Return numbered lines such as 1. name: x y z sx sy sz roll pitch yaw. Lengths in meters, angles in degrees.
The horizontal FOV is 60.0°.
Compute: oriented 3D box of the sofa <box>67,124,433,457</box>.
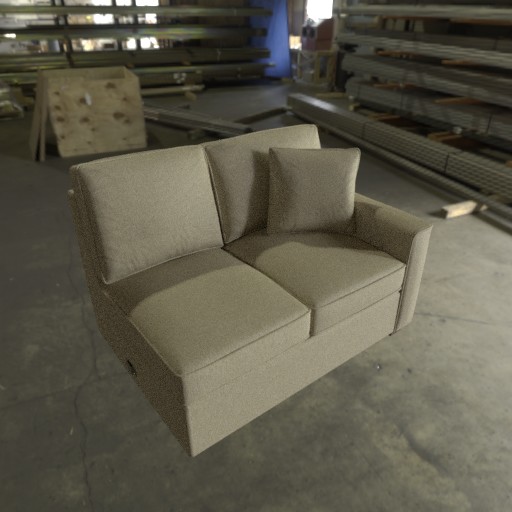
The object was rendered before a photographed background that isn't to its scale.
1. sofa: 0.000 0.000 2.114 1.388 0.989 0.991 -21 36 -32
